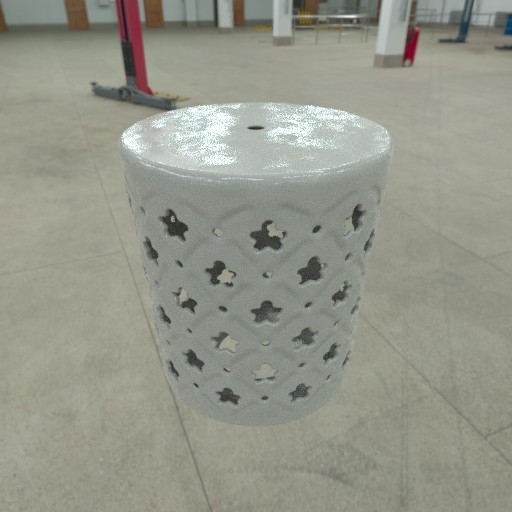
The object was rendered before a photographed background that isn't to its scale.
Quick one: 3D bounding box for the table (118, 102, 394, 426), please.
[{"bbox_3d":[0.000,0.000,0.671,0.352,0.387,0.352,0,30,0],"label":"table"}]
